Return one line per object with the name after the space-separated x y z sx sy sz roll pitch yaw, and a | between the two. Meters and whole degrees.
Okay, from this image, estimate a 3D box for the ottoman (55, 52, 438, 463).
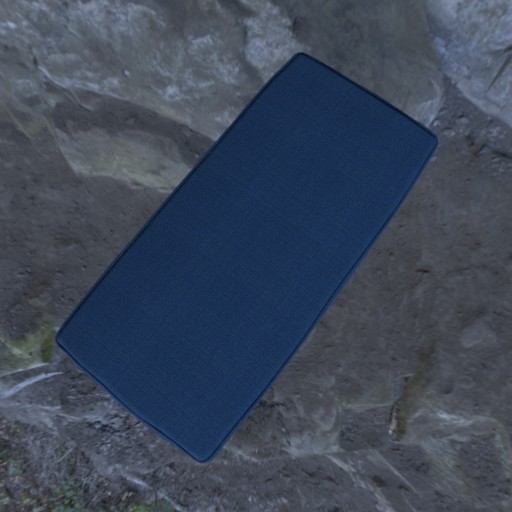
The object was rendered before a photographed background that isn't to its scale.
0.000 0.000 1.223 0.474 0.474 0.943 36 78 9 | ottoman
